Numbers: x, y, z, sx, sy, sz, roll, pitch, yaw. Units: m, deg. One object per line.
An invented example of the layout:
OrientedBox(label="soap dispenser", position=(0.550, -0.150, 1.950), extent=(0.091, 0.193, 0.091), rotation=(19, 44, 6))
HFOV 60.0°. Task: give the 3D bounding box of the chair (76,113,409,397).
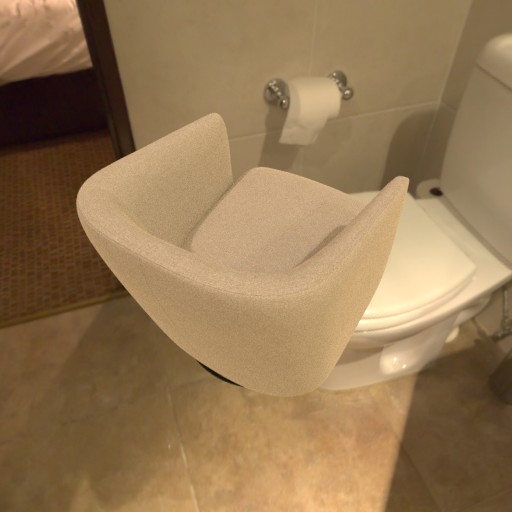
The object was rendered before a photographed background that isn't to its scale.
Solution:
OrientedBox(label="chair", position=(0.000, 0.000, 1.607), extent=(0.822, 0.861, 0.986), rotation=(25, 51, 22))
